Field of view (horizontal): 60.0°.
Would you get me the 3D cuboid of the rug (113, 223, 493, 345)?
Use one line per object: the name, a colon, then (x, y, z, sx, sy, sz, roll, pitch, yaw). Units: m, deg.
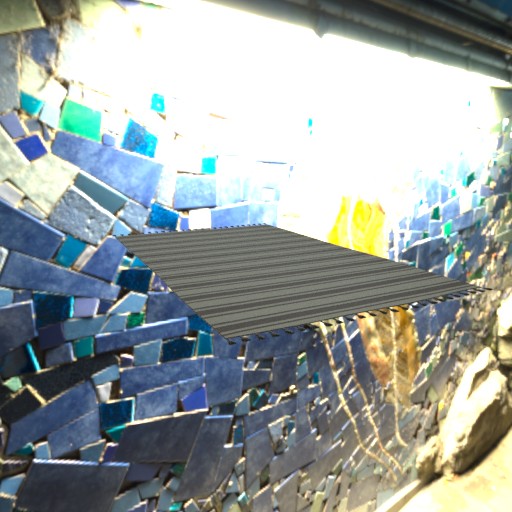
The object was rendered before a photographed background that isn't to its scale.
rug: (0.000, 0.000, 2.508, 1.229, 0.011, 2.096, -6, 14, -26)
